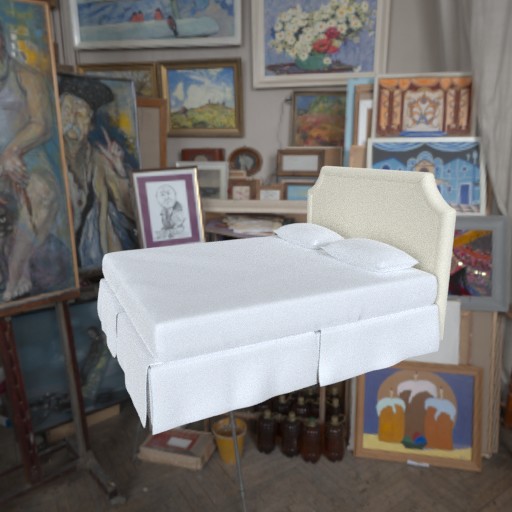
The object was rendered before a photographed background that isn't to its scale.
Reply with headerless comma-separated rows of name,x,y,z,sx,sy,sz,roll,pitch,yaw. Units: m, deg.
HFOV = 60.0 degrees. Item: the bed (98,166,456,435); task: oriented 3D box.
bed,0.000,0.000,4.261,2.773,1.590,2.350,-7,15,-26
